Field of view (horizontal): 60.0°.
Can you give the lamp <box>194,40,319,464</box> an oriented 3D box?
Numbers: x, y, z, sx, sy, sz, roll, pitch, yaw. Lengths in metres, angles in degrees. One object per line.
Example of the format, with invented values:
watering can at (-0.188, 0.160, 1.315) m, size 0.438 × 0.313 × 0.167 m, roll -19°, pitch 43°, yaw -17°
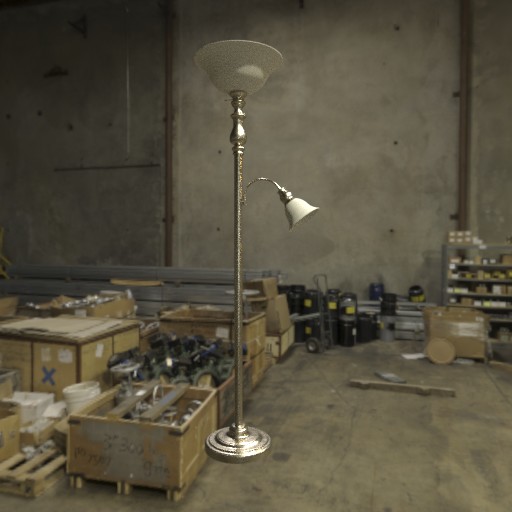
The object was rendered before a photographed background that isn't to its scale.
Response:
lamp at (0.000, 0.000, 2.020) m, size 0.575 × 1.785 × 0.405 m, roll 0°, pitch 1°, yaw 17°
